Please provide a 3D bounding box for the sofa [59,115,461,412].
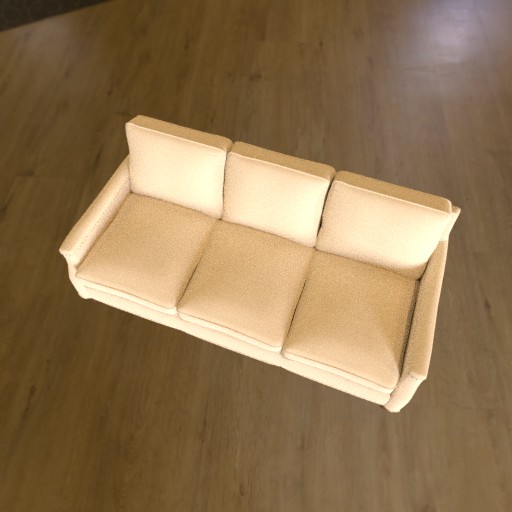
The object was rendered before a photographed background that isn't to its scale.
[{"bbox_3d":[0.000,0.000,2.828,2.246,1.003,1.084,18,60,11],"label":"sofa"}]
